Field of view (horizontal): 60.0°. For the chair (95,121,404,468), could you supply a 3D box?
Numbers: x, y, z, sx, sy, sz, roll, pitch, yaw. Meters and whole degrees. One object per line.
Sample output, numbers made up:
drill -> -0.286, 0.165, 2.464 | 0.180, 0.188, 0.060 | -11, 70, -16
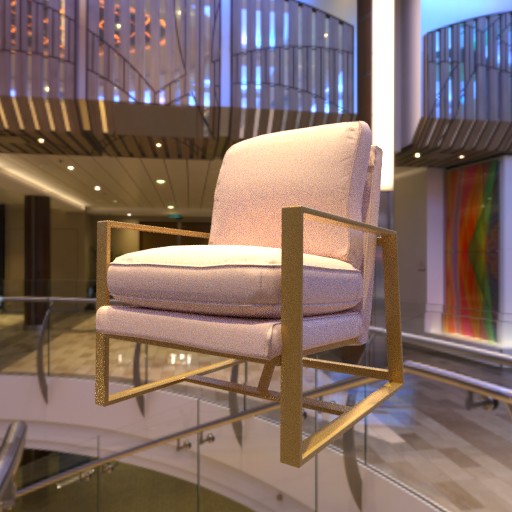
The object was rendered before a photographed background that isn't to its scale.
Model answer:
chair -> 0.000, 0.000, 1.511 | 0.758, 0.956, 0.813 | 0, 0, 36
